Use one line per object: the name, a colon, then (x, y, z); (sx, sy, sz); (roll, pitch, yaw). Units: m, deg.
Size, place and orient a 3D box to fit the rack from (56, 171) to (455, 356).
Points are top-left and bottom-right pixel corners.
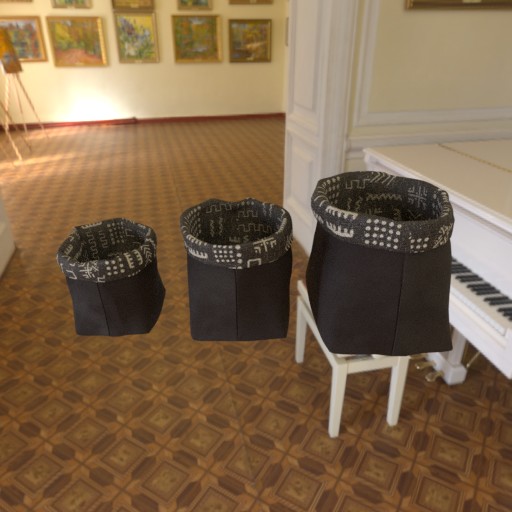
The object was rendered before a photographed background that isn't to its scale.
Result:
rack: (0.000, 0.000, 1.056); (0.905, 0.323, 0.379); (0, 27, -1)
